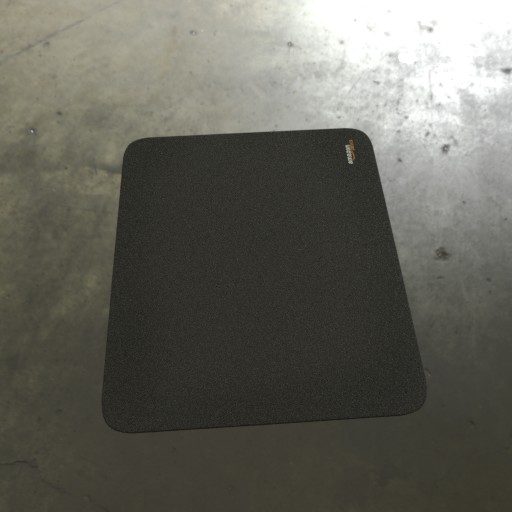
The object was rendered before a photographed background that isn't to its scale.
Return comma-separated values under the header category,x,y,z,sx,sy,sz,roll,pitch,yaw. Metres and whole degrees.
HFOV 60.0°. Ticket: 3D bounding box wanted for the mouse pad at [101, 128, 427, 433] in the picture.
category,x,y,z,sx,sy,sz,roll,pitch,yaw
mouse pad,0.000,0.000,0.319,0.203,0.003,0.229,-3,64,-2
